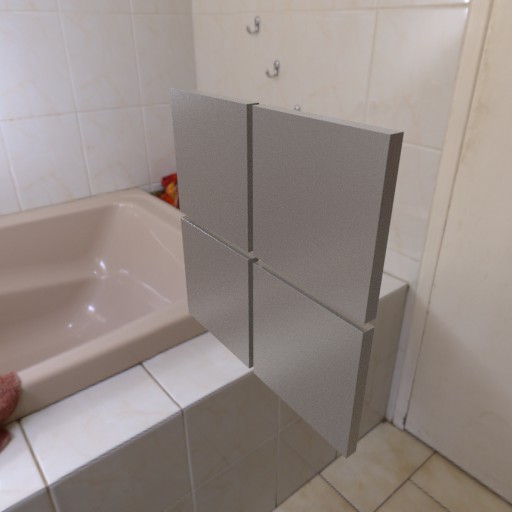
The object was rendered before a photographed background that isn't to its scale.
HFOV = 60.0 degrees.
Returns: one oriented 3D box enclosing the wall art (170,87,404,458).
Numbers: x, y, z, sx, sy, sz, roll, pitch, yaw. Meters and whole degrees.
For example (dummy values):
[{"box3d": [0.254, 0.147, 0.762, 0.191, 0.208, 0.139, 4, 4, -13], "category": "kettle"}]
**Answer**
[{"box3d": [0.000, 0.000, 0.932, 0.029, 0.611, 0.611, -19, 33, -32], "category": "wall art"}]
